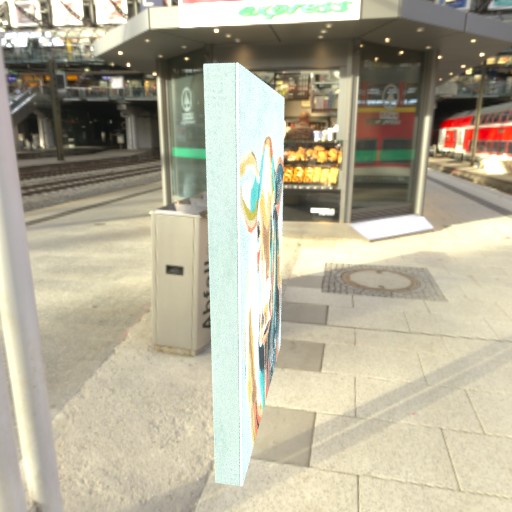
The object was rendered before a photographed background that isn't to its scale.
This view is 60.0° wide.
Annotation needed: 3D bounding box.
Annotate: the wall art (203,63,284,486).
[{"bbox_3d":[0.000,0.000,0.705,0.037,0.509,0.409,3,15,10],"label":"wall art"}]
